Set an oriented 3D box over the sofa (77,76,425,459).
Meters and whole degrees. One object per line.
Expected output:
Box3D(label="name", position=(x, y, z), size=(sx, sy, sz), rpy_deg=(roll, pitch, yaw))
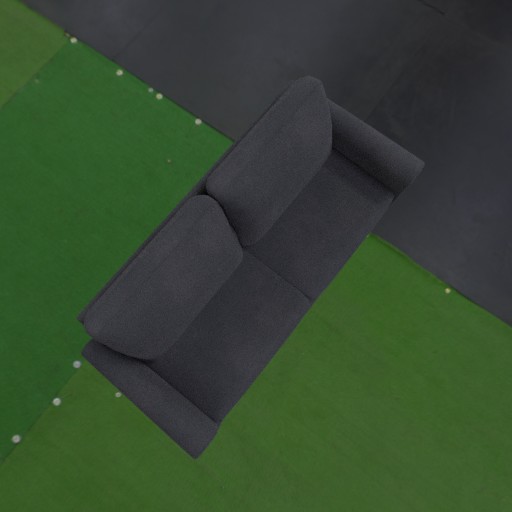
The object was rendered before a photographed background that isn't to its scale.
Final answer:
Box3D(label="sofa", position=(0.000, 0.000, 2.430), size=(0.842, 0.942, 1.935), rpy_deg=(38, 79, 9))
